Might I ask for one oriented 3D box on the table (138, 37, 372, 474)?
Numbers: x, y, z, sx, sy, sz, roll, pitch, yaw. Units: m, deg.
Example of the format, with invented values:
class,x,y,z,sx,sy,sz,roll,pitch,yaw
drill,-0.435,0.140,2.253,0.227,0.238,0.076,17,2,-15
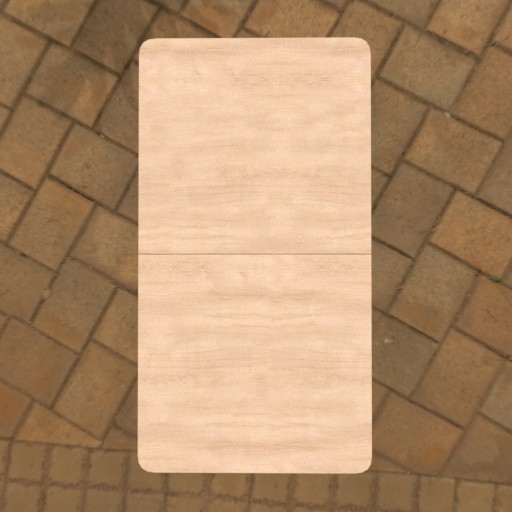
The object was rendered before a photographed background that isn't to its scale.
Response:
class,x,y,z,sx,sy,sz,roll,pitch,yaw
table,0.000,0.000,1.875,0.750,0.900,1.400,0,89,1
